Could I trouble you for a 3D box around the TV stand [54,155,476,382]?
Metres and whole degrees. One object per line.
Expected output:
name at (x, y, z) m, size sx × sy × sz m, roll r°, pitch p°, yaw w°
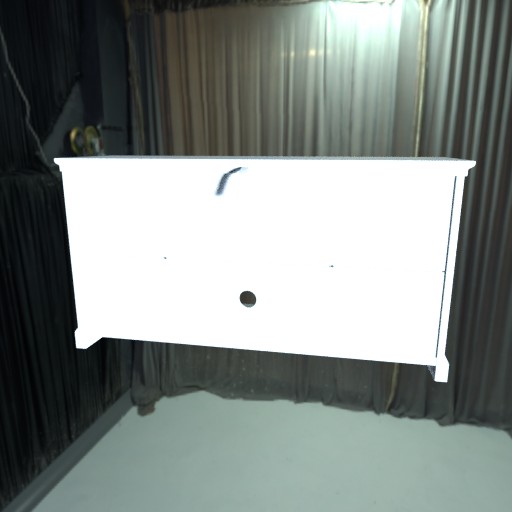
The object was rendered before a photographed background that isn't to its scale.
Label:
TV stand at (0.000, 0.000, 1.443) m, size 1.187 × 0.624 × 0.424 m, roll 3°, pitch 14°, yaw 11°
